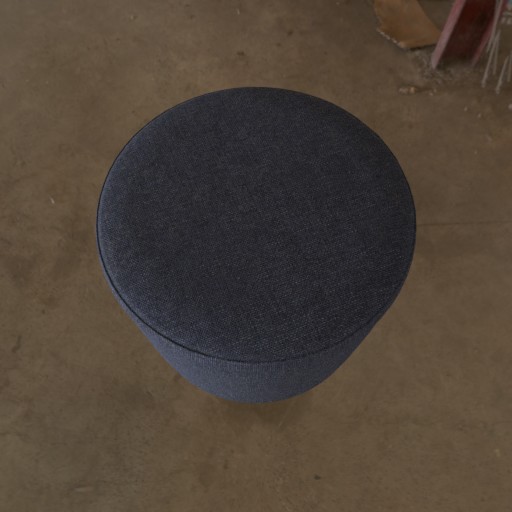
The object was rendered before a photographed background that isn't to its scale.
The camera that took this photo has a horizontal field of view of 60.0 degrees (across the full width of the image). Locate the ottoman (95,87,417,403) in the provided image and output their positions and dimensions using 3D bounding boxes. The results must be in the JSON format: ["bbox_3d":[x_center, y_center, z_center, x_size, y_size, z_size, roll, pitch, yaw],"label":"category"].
[{"bbox_3d":[0.000,0.000,0.884,0.520,0.430,0.520,0,65,0],"label":"ottoman"}]
